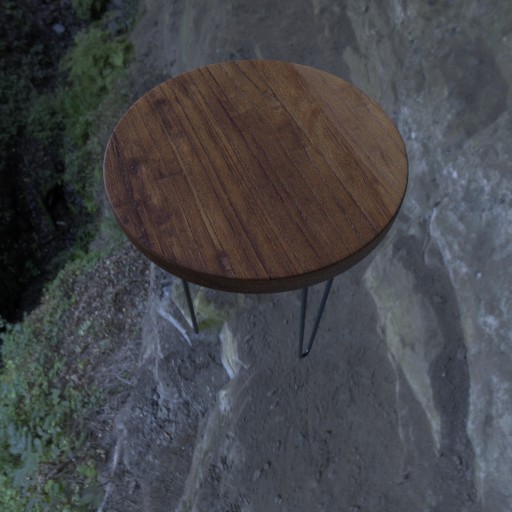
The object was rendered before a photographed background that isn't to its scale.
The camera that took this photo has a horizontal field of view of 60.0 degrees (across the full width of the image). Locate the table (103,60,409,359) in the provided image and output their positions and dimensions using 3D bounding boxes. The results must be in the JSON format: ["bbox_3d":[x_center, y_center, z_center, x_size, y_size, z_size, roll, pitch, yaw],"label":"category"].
[{"bbox_3d":[0.000,0.000,0.804,0.400,0.520,0.400,0,57,0],"label":"table"}]
